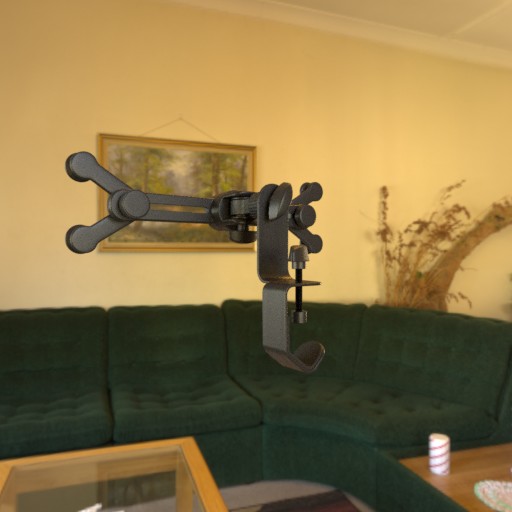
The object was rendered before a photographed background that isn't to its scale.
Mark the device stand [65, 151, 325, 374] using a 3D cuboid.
[{"bbox_3d":[0.000,0.000,0.372,0.270,0.166,0.142,0,0,-36],"label":"device stand"}]
